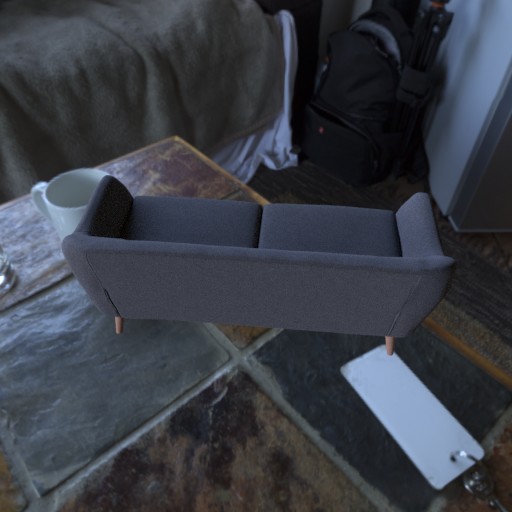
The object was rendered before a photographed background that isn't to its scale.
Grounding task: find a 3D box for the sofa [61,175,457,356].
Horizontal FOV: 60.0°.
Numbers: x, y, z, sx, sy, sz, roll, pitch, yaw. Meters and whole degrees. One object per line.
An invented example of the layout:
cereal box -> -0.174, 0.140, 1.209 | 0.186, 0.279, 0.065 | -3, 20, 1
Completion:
sofa -> 0.000, 0.000, 2.327 | 1.840, 0.820, 0.820 | 4, 47, 4
